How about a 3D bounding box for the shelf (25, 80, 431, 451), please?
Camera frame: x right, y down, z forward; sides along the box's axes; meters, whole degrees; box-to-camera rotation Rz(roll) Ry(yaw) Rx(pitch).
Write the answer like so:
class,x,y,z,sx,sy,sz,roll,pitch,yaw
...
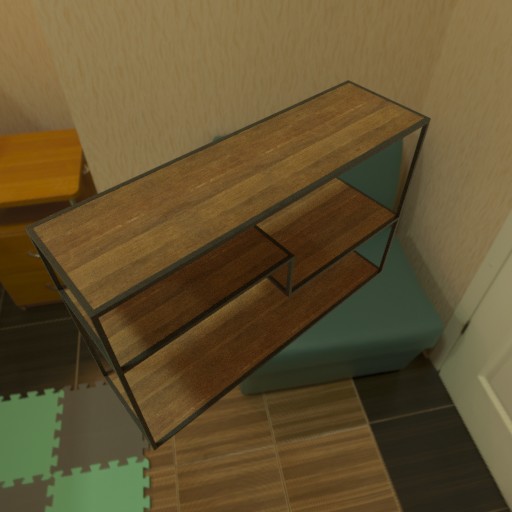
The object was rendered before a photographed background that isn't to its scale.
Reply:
class,x,y,z,sx,sy,sz,roll,pitch,yaw
shelf,0.000,0.000,1.548,1.201,0.765,0.361,-32,55,-26
